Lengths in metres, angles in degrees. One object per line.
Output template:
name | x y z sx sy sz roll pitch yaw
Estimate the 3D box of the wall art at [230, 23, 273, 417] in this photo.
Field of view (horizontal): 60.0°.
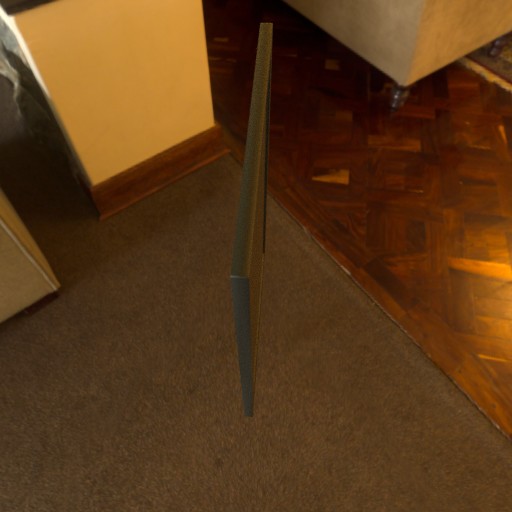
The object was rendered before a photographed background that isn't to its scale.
wall art | 0.000 0.000 0.564 0.013 0.431 0.303 4 58 2
